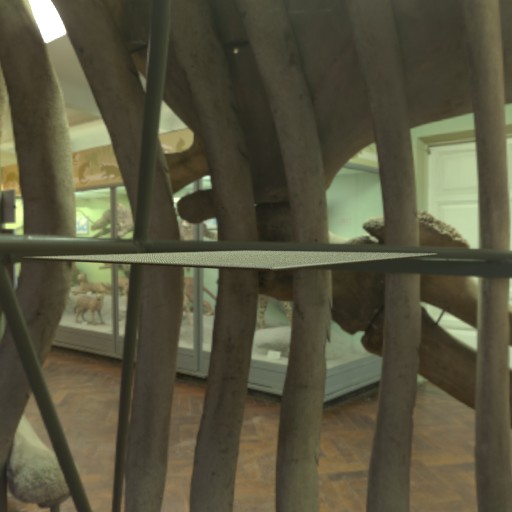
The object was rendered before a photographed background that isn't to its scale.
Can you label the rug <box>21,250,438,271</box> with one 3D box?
[{"bbox_3d":[0.000,0.000,4.005,2.413,0.020,3.041,1,2,36],"label":"rug"}]
